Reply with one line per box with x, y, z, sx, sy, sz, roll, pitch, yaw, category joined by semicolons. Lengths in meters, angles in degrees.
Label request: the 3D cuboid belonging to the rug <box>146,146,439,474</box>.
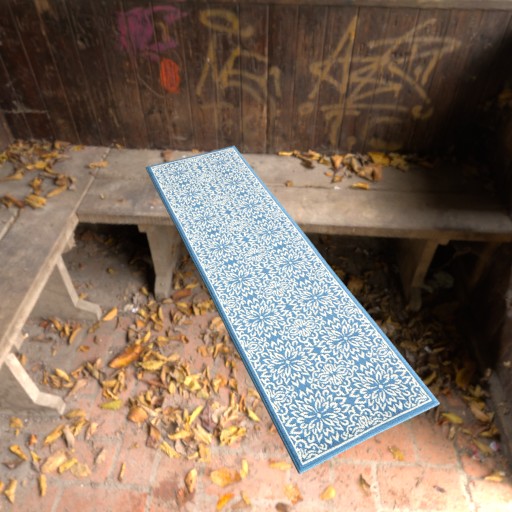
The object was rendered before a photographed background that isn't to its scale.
0.000;0.000;2.435;0.662;0.011;2.196;-18;48;-17;rug
